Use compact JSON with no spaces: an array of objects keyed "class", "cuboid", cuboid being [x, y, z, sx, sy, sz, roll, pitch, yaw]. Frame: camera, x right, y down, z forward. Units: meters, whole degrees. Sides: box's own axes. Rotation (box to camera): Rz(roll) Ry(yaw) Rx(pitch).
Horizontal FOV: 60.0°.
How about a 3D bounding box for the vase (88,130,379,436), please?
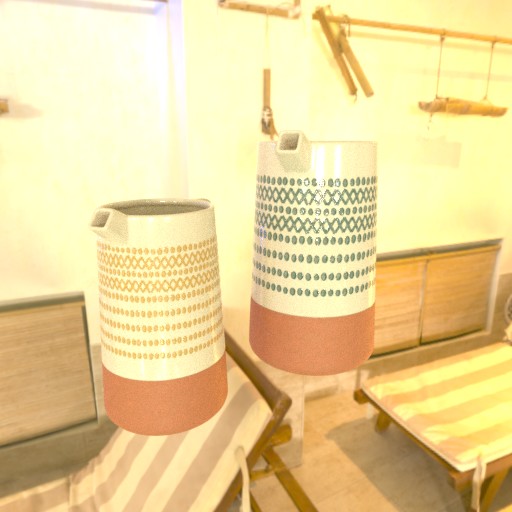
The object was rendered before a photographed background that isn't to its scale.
[{"class":"vase","cuboid":[0.000,0.000,0.453,0.326,0.247,0.168,-7,17,-24]}]
